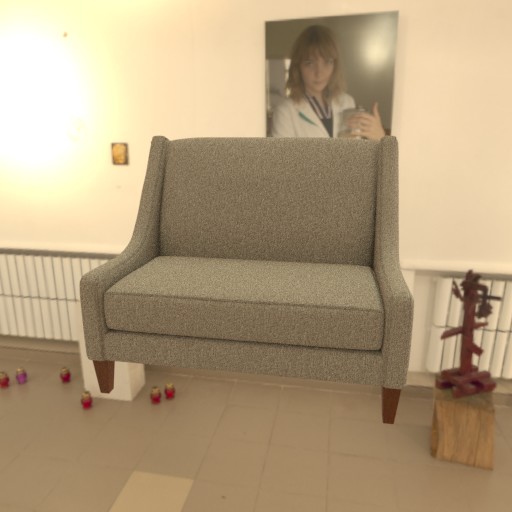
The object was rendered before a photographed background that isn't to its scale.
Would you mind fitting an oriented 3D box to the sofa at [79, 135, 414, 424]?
[{"bbox_3d":[0.000,0.000,1.960,1.242,1.026,0.862,3,16,10],"label":"sofa"}]
